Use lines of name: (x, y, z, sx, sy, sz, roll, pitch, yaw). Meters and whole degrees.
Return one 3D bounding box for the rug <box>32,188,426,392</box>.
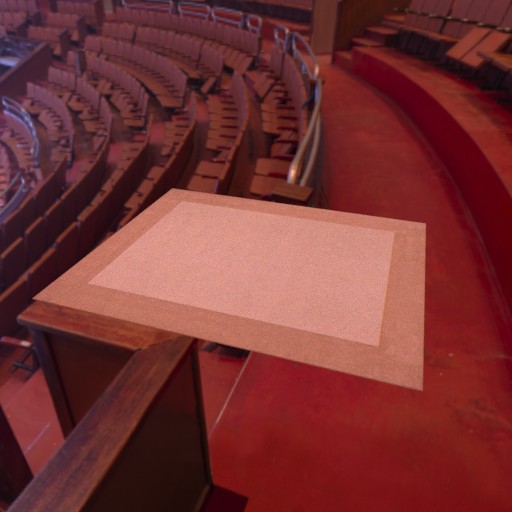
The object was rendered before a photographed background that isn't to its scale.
rug: (0.000, 0.000, 4.203, 3.048, 0.014, 2.438, 10, 33, 16)
